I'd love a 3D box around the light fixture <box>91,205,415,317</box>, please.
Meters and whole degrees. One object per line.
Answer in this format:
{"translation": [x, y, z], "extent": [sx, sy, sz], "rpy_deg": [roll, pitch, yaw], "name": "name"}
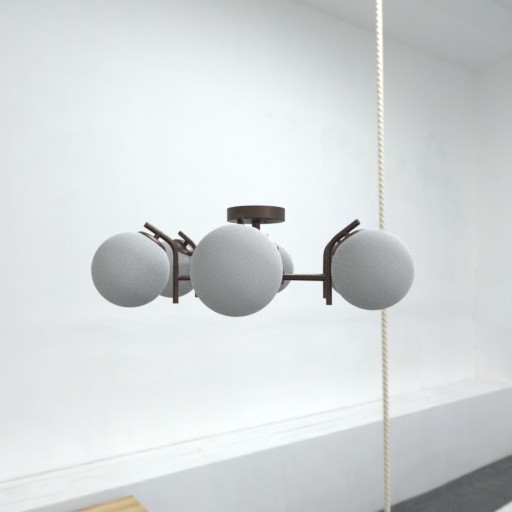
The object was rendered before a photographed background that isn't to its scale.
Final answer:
{"translation": [0.000, 0.000, 0.949], "extent": [0.662, 0.201, 0.662], "rpy_deg": [0, -1, 0], "name": "light fixture"}
